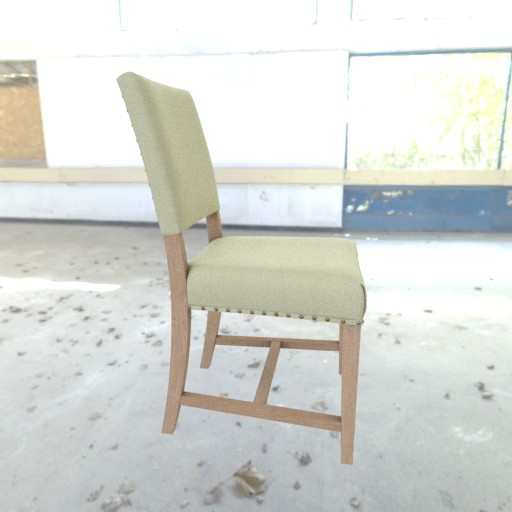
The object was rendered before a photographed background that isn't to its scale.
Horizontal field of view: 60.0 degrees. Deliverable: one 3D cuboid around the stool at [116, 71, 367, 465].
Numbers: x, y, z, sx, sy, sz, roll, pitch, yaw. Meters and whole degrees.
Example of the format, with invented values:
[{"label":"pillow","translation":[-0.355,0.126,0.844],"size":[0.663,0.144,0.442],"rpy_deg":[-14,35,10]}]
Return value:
[{"label":"stool","translation":[0.000,0.000,1.330],"size":[0.623,0.986,0.508],"rpy_deg":[2,15,9]}]
